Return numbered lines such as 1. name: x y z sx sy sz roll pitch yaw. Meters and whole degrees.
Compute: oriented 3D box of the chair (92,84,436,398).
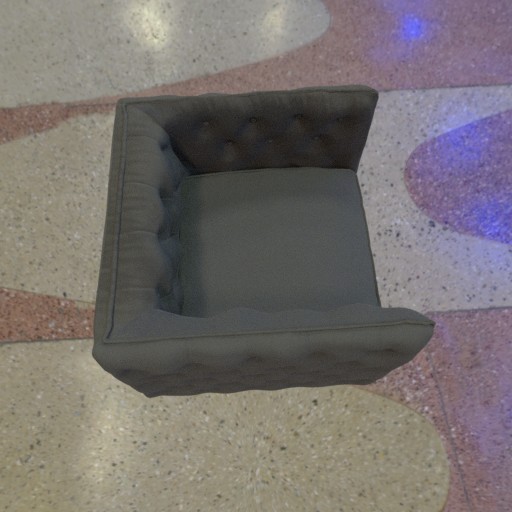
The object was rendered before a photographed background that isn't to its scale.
1. chair: 0.000 0.000 1.650 0.913 0.807 0.946 -3 65 -2
